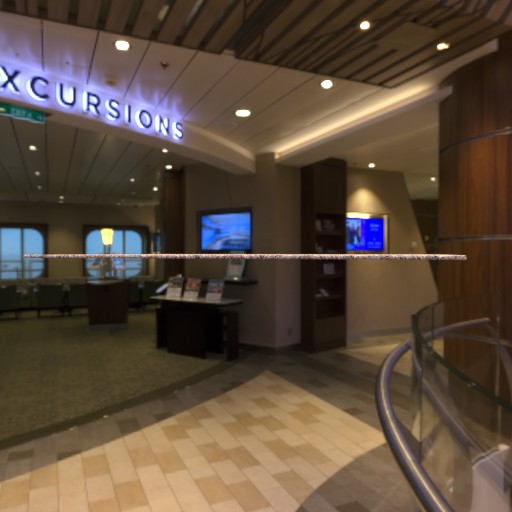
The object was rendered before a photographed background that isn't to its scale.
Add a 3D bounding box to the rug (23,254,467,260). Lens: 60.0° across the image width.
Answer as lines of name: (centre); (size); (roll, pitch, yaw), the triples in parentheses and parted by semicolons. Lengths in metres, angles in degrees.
rug: (0.000, 0.000, 2.170); (1.761, 0.014, 1.143); (0, 0, 19)
